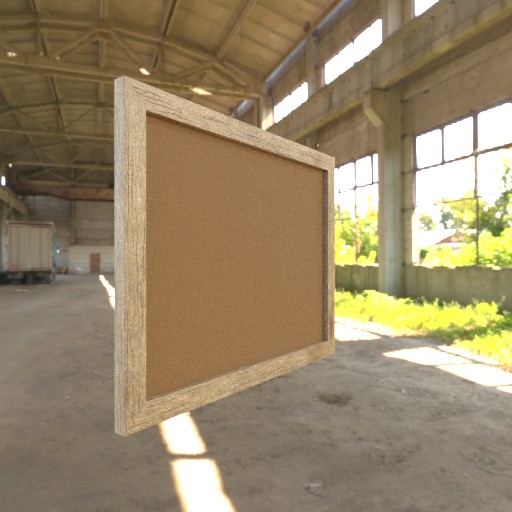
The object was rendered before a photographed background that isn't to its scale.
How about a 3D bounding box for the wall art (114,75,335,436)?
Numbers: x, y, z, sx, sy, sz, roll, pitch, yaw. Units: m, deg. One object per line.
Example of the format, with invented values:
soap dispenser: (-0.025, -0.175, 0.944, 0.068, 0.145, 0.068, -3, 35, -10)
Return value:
wall art: (0.000, 0.000, 0.941, 0.026, 0.535, 0.690, 0, 0, 37)
